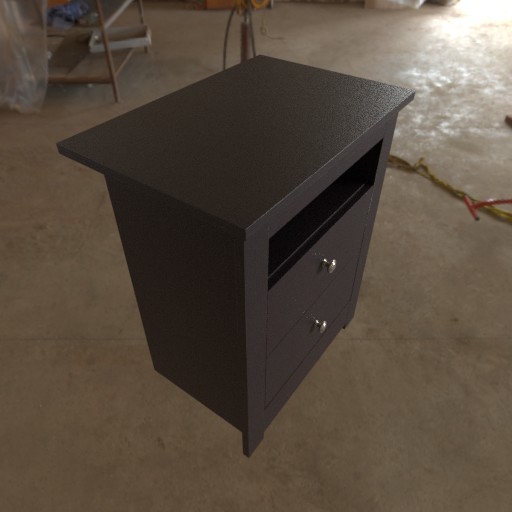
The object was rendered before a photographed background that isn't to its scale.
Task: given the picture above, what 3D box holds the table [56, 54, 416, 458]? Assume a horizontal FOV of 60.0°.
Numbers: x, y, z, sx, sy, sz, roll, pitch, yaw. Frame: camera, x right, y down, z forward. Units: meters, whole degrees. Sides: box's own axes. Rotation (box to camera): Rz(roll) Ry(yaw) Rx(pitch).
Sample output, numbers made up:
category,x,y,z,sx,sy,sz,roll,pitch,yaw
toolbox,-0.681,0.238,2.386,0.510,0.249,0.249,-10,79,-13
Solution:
category,x,y,z,sx,sy,sz,roll,pitch,yaw
table,0.000,0.000,1.071,0.408,0.711,0.589,26,47,26
